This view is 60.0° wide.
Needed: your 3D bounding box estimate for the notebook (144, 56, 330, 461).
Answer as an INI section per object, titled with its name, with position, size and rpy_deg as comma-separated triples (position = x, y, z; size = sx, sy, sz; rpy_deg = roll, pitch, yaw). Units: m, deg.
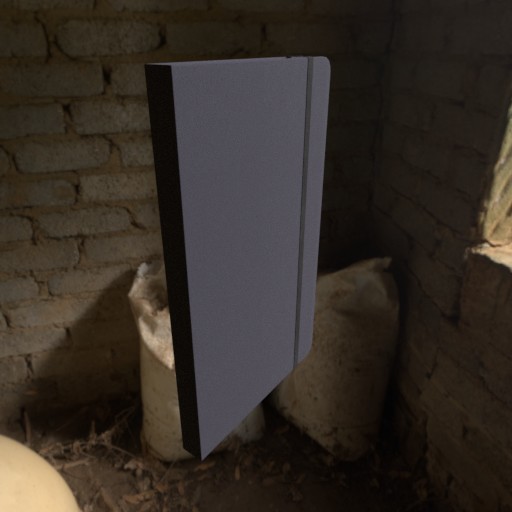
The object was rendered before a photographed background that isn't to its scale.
[notebook]
position = 0.000, 0.000, 0.261
size = 0.016, 0.213, 0.127
rpy_deg = 18, 31, 32
